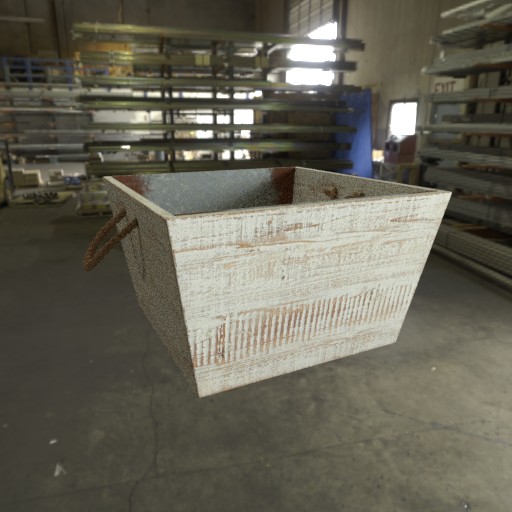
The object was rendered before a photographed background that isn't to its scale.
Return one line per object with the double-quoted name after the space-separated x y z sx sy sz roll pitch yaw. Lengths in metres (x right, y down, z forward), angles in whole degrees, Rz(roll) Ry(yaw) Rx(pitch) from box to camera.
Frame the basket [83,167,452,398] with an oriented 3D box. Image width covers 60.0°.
0.000 0.000 0.749 0.545 0.247 0.413 -8 19 -26 "basket"
